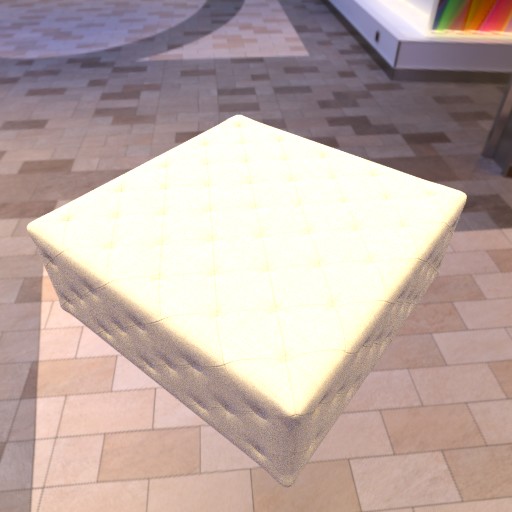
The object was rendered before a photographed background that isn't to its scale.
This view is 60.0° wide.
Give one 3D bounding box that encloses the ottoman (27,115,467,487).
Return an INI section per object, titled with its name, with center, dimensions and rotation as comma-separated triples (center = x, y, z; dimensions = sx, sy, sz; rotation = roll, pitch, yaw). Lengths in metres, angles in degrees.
[ottoman]
center = 0.000, 0.000, 1.561
dimensions = 1.028, 0.439, 1.028
rotation = 28, 49, 28
